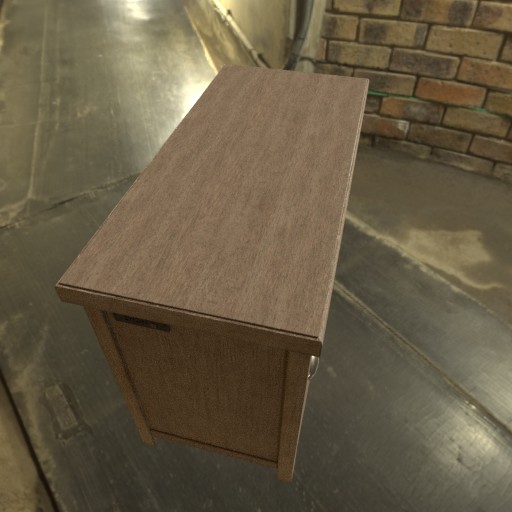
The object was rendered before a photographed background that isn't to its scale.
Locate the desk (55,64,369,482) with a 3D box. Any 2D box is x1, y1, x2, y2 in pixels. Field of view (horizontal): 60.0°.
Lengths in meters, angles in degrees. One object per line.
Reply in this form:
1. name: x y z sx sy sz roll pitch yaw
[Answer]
1. desk: 0.000 0.000 1.703 0.610 0.912 1.289 10 46 10
